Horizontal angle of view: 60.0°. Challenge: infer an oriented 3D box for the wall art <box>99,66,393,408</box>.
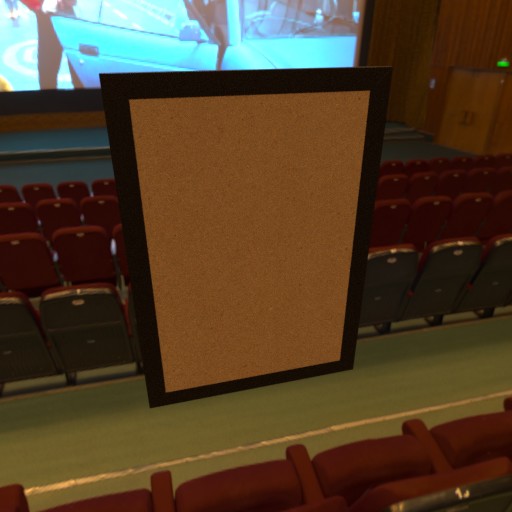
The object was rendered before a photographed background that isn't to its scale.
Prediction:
[{"bbox_3d":[0.000,0.000,0.685,0.381,0.534,0.013,-7,28,-13],"label":"wall art"}]
